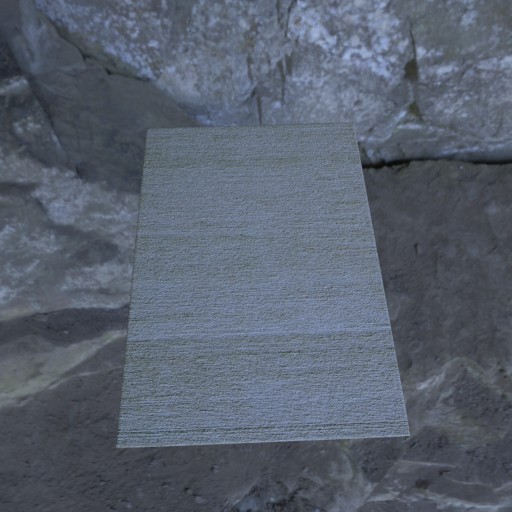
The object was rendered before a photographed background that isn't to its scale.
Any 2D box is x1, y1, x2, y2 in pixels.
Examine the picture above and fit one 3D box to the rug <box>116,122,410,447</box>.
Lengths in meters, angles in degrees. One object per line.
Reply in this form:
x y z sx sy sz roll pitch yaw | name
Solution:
0.000 0.000 5.067 2.782 0.025 3.935 -2 63 -1 | rug
